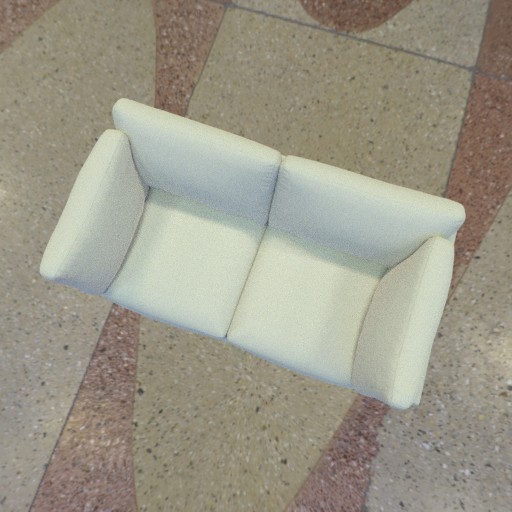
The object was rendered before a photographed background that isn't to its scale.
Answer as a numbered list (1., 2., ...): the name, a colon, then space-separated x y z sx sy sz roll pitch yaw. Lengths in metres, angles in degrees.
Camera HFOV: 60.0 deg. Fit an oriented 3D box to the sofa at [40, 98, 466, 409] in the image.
1. sofa: 0.000 0.000 2.249 1.776 0.836 0.970 19 75 5
